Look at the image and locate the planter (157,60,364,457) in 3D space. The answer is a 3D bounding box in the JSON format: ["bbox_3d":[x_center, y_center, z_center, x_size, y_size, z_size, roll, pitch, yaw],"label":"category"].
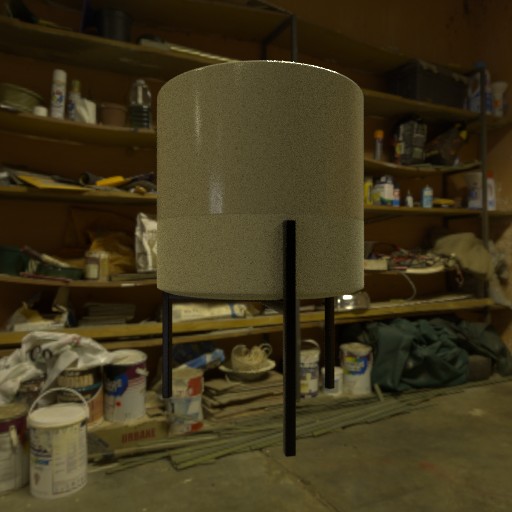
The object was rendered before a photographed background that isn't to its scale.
[{"bbox_3d":[0.000,0.000,0.336,0.159,0.230,0.152,0,0,19],"label":"planter"}]
